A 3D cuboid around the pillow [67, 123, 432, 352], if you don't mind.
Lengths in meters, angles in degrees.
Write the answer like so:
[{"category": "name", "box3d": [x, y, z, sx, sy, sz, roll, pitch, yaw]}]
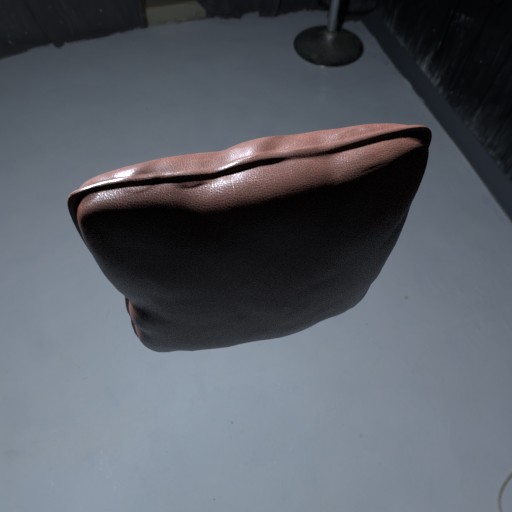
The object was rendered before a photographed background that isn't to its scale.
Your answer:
[{"category": "pillow", "box3d": [0.000, 0.000, 0.814, 0.532, 0.523, 0.236, -12, 58, -8]}]
